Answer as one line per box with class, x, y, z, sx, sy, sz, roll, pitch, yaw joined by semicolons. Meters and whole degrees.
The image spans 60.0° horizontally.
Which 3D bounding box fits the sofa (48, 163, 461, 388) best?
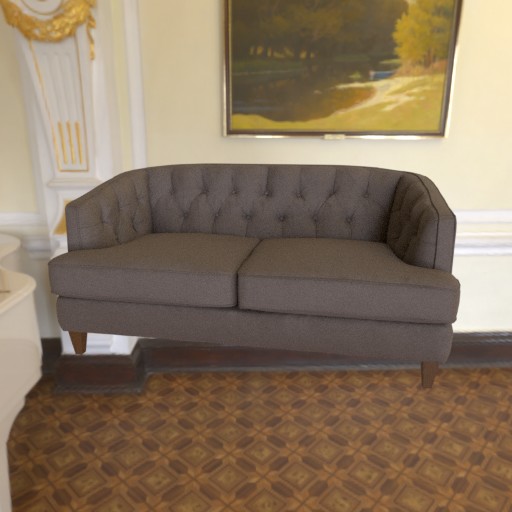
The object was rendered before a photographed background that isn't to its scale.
sofa;0.000;0.000;2.211;1.733;0.855;0.941;3;15;10
